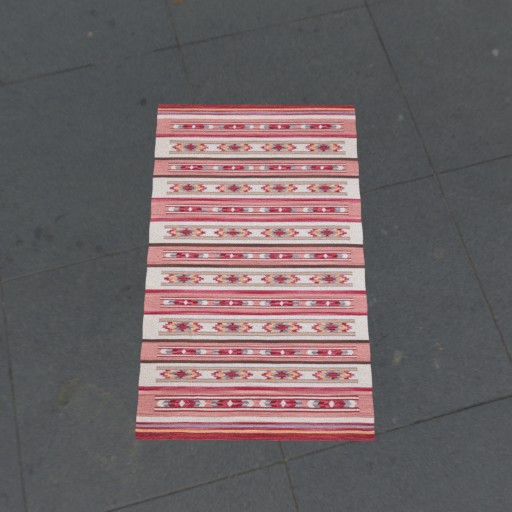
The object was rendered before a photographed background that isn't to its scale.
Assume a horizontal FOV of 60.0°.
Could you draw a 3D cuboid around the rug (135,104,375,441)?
[{"bbox_3d":[0.000,0.000,3.138,1.535,0.010,2.431,0,75,0],"label":"rug"}]
